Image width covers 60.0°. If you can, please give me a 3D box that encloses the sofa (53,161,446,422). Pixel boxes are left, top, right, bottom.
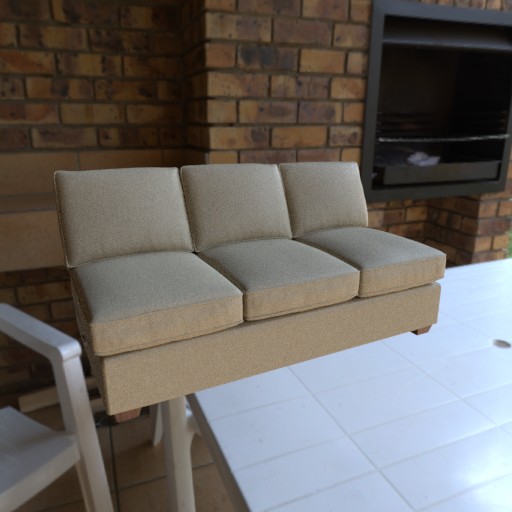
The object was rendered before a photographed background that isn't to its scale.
[{"bbox_3d":[0.000,0.000,2.495,1.962,0.973,1.027,-9,19,-26],"label":"sofa"}]
